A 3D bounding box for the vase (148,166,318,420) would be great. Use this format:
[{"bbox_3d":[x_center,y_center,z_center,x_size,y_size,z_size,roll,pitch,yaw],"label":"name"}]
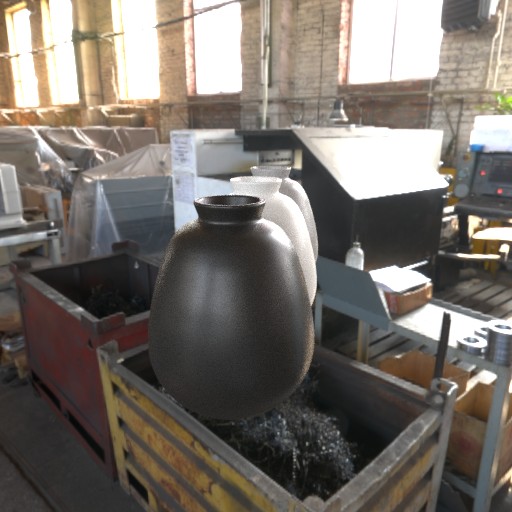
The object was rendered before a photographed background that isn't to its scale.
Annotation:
[{"bbox_3d":[0.000,0.000,0.354,0.097,0.122,0.297,2,16,8],"label":"vase"}]
